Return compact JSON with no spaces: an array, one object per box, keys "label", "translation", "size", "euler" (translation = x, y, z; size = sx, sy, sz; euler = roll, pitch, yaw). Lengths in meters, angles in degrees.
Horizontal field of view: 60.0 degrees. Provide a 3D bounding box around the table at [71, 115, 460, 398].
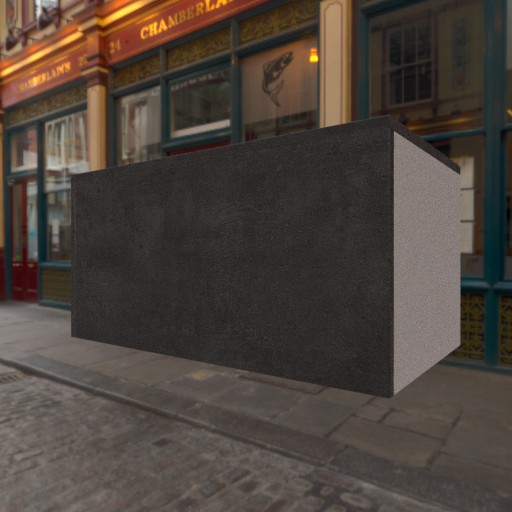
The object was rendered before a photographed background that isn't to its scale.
[{"label":"table","translation":[0.000,0.000,0.913],"size":[0.700,0.350,0.400],"euler":[0,0,36]}]
